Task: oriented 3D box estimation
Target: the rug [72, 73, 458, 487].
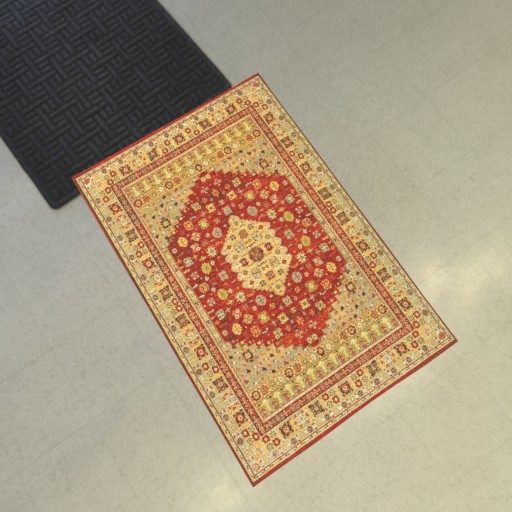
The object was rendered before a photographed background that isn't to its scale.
[{"bbox_3d":[0.000,0.000,2.271,1.194,0.013,1.802,-32,78,-8],"label":"rug"}]
